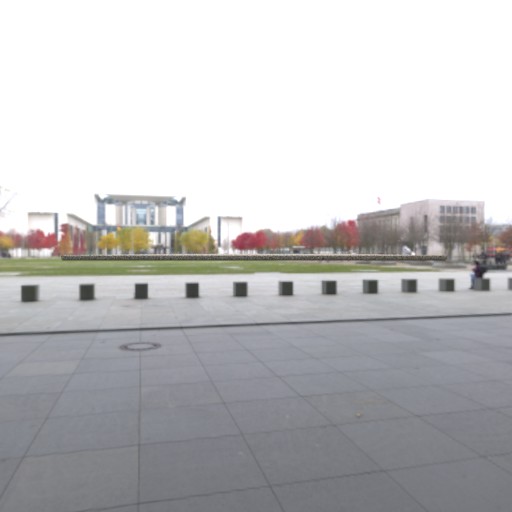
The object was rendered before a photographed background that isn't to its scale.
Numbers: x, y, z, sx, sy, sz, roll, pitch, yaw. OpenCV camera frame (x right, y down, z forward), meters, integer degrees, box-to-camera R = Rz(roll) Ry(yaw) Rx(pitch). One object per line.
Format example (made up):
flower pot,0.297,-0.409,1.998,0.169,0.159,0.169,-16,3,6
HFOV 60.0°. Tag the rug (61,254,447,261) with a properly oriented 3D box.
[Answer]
rug,0.000,0.000,3.413,1.800,0.025,2.699,0,0,1
